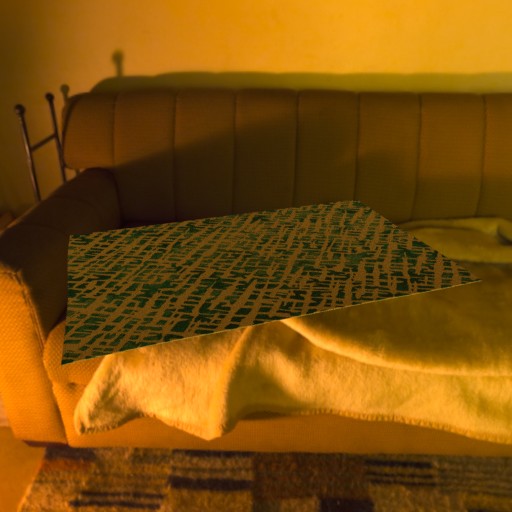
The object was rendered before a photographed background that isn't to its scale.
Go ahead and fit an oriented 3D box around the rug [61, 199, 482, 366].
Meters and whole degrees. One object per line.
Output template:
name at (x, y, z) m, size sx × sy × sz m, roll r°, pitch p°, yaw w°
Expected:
rug at (0.000, 0.000, 3.039) m, size 2.447 × 0.011 × 1.520 m, roll -9°, pitch 29°, yaw -16°
